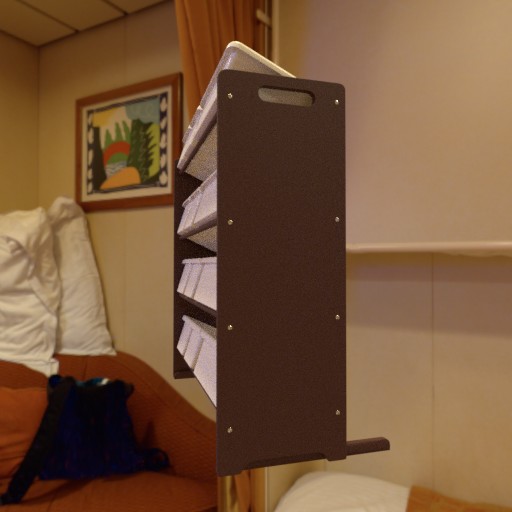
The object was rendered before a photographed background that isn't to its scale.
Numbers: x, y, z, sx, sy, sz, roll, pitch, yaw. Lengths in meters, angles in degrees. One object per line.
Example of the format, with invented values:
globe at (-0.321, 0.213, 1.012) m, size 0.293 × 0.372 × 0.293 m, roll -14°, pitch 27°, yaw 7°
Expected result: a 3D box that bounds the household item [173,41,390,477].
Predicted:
household item at (0.000, 0.000, 1.286) m, size 0.389 × 0.864 × 0.787 m, roll 0°, pitch -1°, yaw -17°
